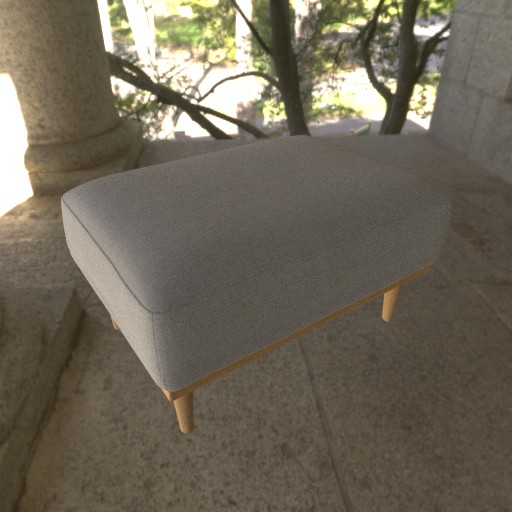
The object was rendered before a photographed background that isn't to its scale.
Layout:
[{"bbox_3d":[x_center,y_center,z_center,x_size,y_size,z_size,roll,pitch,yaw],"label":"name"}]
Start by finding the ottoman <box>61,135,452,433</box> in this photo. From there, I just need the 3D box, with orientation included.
[{"bbox_3d":[0.000,0.000,1.076,0.749,0.428,0.549,-20,37,-29],"label":"ottoman"}]
